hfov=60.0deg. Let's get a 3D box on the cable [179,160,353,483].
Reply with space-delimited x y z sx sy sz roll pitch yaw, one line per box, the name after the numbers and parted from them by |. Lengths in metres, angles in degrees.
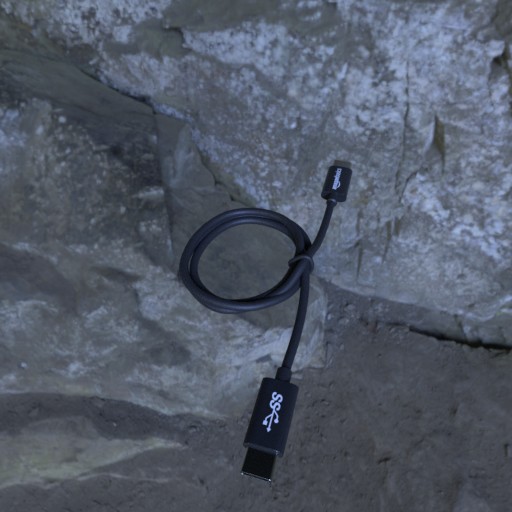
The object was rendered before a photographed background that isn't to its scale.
0.000 0.000 0.209 0.070 0.014 0.186 12 47 11 | cable
